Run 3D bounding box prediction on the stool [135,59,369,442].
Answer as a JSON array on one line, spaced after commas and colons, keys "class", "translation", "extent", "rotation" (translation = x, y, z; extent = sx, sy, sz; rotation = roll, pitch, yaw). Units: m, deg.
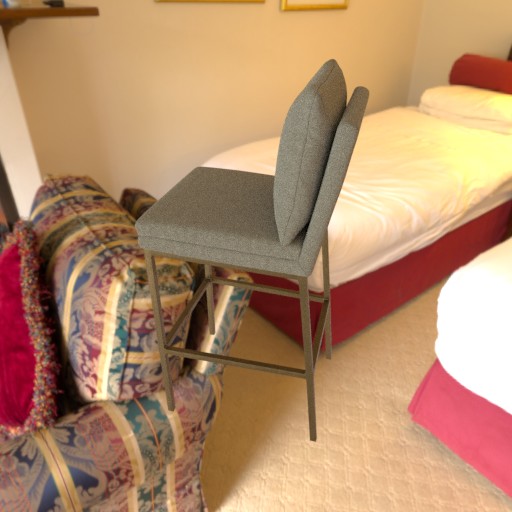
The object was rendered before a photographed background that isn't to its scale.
[{"class": "stool", "translation": [0.000, 0.000, 1.428], "extent": [0.569, 1.132, 0.463], "rotation": [8, 32, 13]}]
